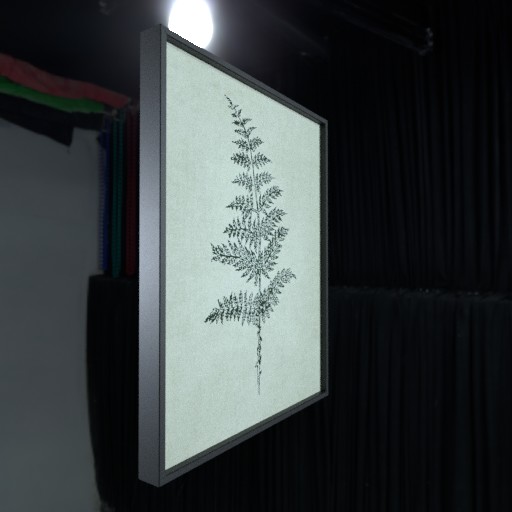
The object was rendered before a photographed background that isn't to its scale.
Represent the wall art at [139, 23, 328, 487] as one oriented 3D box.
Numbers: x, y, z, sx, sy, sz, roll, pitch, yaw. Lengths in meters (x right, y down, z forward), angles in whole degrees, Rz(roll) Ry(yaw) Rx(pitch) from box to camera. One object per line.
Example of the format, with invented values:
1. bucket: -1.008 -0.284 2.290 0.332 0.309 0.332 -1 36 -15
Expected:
1. wall art: 0.000 0.000 0.723 0.039 0.555 0.449 -1 -1 35
